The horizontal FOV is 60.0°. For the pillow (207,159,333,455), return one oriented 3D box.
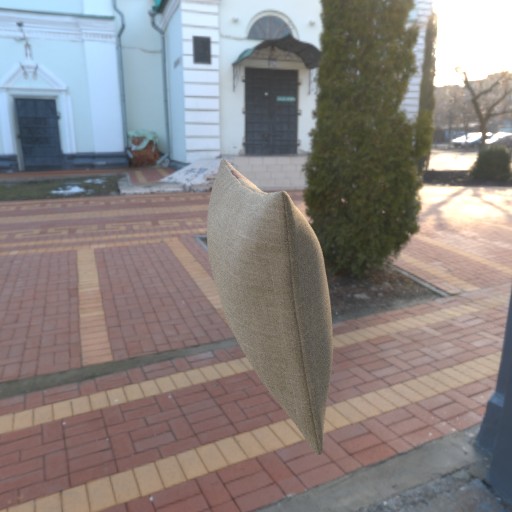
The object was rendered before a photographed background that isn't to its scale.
[{"bbox_3d":[0.000,0.000,0.723,0.155,0.282,0.612,-2,15,-9],"label":"pillow"}]
